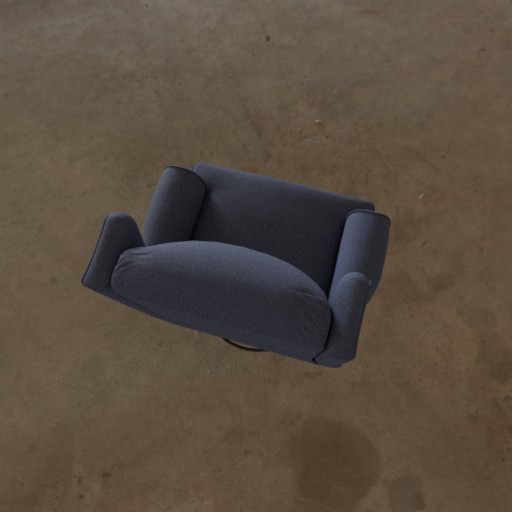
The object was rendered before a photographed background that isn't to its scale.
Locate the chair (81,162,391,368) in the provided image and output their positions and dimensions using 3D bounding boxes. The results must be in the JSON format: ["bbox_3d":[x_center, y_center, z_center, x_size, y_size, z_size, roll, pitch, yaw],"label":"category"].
[{"bbox_3d":[0.000,0.000,1.733,0.971,1.020,0.877,14,64,7],"label":"chair"}]
